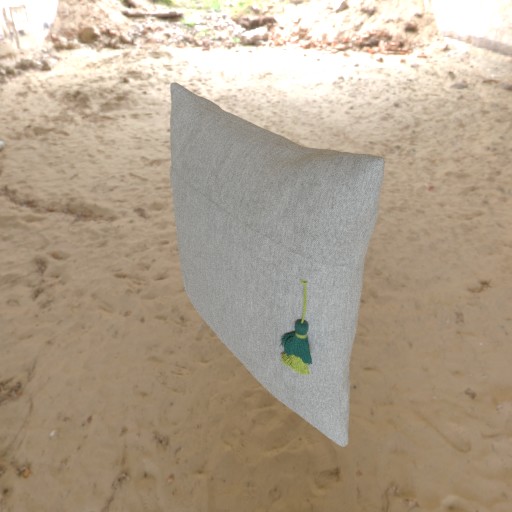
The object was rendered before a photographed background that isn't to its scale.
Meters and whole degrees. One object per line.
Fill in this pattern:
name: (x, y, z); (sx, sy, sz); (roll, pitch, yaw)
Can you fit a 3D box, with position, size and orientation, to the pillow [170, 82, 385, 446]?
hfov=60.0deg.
pillow: (0.000, 0.000, 0.672); (0.173, 0.436, 0.433); (-20, 37, -29)
